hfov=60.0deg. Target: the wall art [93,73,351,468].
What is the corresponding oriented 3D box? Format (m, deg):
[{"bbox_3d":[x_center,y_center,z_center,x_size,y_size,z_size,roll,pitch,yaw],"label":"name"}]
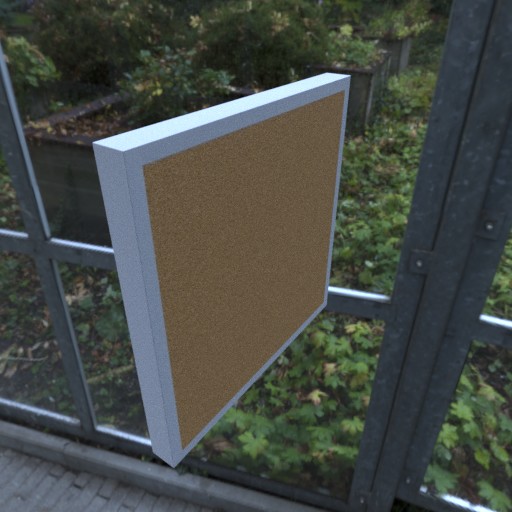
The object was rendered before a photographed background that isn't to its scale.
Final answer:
[{"bbox_3d":[0.000,0.000,0.598,0.038,0.406,0.406,20,37,30],"label":"wall art"}]
